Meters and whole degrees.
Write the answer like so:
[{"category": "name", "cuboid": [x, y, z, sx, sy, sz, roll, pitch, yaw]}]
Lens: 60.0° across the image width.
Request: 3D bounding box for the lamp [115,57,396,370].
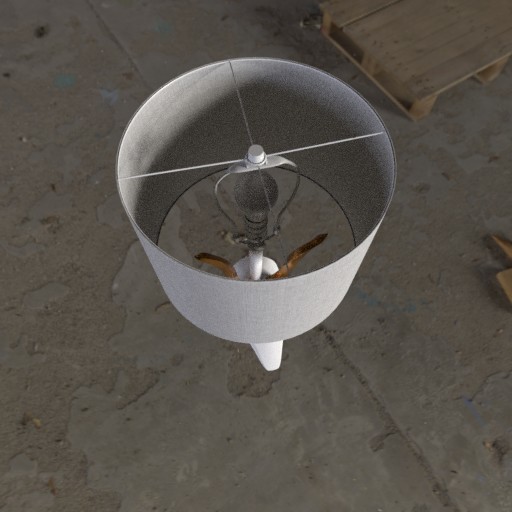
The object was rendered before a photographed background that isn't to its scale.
[{"category": "lamp", "cuboid": [0.000, 0.000, 0.695, 0.298, 0.503, 0.298, -11, 64, -6]}]
